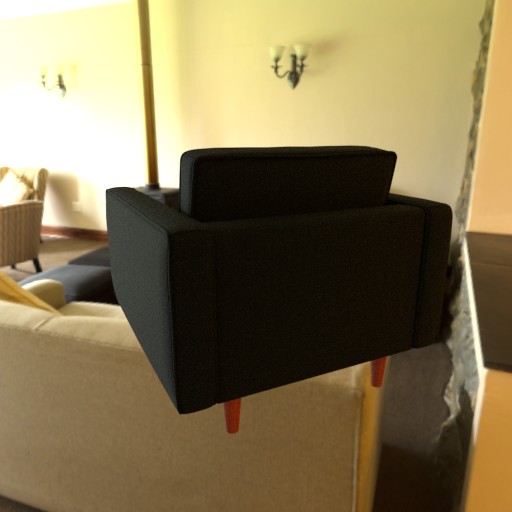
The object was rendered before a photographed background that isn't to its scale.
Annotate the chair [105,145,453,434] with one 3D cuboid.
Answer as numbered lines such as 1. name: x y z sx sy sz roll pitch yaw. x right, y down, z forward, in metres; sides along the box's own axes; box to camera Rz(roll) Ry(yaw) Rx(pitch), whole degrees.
1. chair: 0.000 0.000 1.579 0.899 0.770 0.920 -8 17 -25
